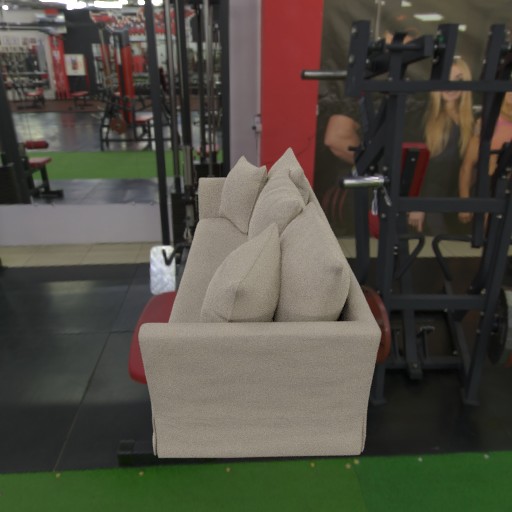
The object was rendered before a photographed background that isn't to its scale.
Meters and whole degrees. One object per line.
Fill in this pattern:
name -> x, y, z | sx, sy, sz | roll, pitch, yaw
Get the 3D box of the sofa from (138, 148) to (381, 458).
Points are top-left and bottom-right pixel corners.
sofa -> 0.000, 0.000, 2.995 | 1.046, 1.047, 2.499 | 0, 24, -1
